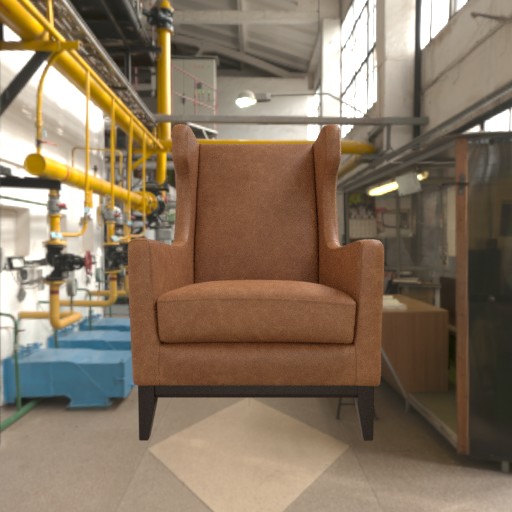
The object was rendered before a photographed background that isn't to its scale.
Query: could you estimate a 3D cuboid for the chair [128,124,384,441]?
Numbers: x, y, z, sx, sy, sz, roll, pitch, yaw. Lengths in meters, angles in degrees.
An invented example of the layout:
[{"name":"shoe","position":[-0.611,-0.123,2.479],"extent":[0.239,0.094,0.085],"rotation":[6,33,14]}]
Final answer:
[{"name":"chair","position":[0.000,0.000,1.718],"extent":[0.766,1.079,0.899],"rotation":[0,2,0]}]
